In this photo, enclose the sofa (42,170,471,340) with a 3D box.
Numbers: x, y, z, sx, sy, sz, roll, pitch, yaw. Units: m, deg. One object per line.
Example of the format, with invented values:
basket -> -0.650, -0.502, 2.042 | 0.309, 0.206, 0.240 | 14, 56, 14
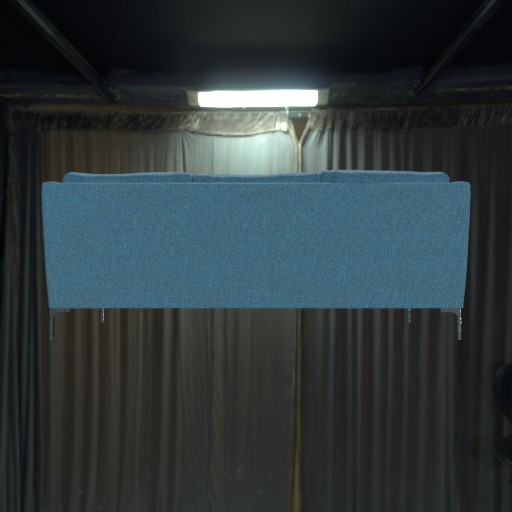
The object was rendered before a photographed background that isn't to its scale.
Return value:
sofa -> 0.000, 0.000, 2.503 | 2.060, 0.837, 0.849 | 0, -2, 0
